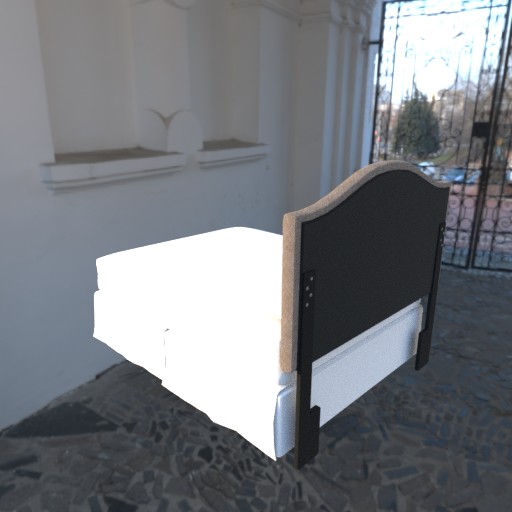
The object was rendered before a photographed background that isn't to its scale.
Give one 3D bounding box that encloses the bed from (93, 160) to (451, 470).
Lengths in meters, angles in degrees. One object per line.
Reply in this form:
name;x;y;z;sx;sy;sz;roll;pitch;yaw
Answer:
bed;0.000;0.000;3.308;2.153;1.518;1.713;16;23;43
